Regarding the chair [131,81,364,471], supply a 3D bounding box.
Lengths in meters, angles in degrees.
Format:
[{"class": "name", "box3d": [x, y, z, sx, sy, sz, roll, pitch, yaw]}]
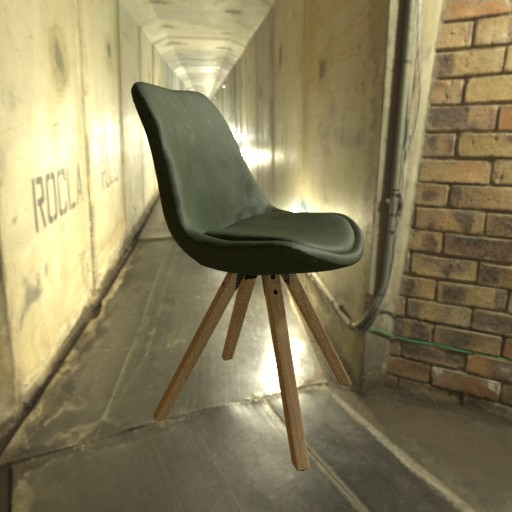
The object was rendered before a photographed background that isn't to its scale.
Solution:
[{"class": "chair", "box3d": [0.000, 0.000, 1.173, 0.547, 0.865, 0.483, 7, 16, 25]}]
